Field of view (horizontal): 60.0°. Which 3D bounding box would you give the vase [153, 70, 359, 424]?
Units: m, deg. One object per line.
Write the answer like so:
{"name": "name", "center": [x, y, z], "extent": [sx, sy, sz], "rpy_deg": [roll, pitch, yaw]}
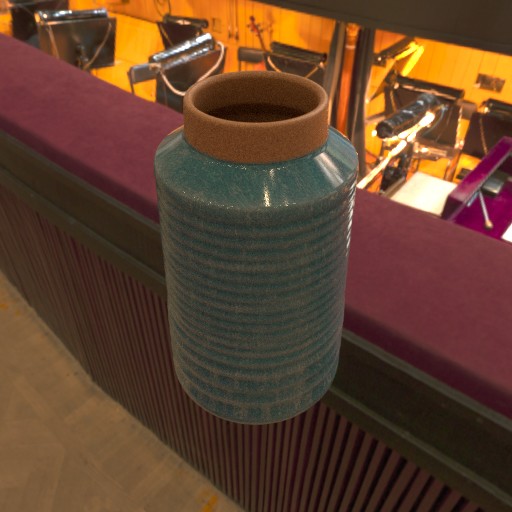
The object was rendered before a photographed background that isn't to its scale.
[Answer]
{"name": "vase", "center": [0.000, 0.000, 0.363], "extent": [0.163, 0.267, 0.163], "rpy_deg": [0, 41, 0]}
